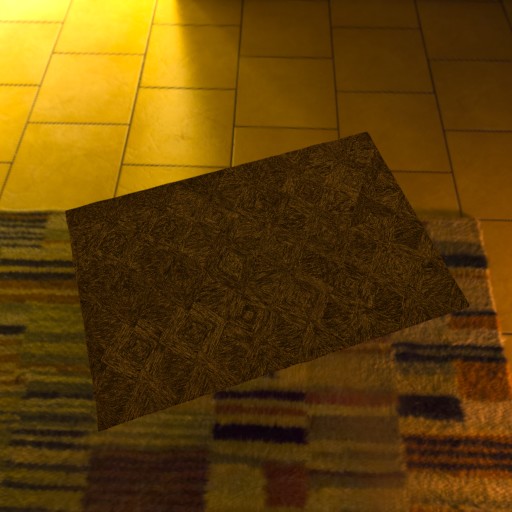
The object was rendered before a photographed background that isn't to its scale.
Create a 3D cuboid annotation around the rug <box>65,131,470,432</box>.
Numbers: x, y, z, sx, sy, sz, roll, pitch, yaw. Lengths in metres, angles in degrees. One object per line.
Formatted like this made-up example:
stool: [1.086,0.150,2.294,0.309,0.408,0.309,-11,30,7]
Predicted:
rug: [0.000,0.000,2.281,1.808,0.011,1.189,-16,64,-8]
